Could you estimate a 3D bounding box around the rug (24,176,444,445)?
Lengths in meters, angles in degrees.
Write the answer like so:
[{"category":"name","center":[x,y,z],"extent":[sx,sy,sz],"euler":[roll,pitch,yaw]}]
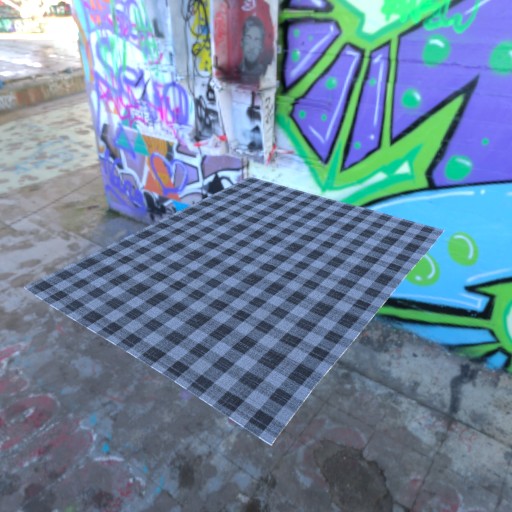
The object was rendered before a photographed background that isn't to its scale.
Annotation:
[{"category":"rug","center":[0.000,0.000,3.988],"extent":[2.432,0.013,3.021],"euler":[21,37,31]}]
